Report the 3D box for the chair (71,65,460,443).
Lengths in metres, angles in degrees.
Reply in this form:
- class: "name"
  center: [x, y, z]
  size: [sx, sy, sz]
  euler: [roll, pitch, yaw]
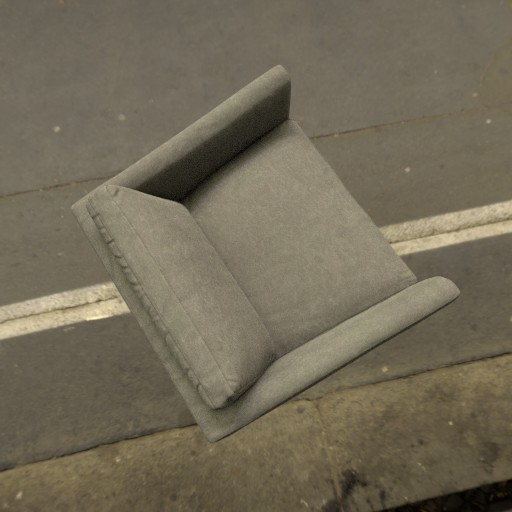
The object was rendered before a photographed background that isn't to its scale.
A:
- class: "chair"
  center: [0.000, 0.000, 1.912]
  size: [1.091, 0.845, 1.190]
  euler: [-33, 78, -8]
